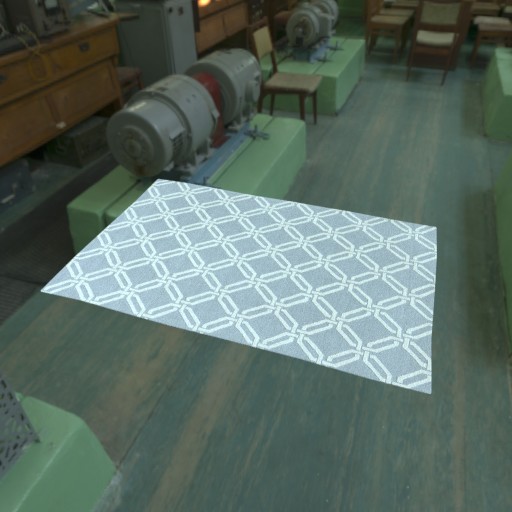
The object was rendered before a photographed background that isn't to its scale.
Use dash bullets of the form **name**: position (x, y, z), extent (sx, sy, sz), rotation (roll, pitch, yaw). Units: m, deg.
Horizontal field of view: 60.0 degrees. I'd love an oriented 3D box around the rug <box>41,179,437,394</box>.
- **rug**: position (0.000, 0.000, 2.270), extent (1.754, 0.010, 1.148), rotation (12, 40, 14)
